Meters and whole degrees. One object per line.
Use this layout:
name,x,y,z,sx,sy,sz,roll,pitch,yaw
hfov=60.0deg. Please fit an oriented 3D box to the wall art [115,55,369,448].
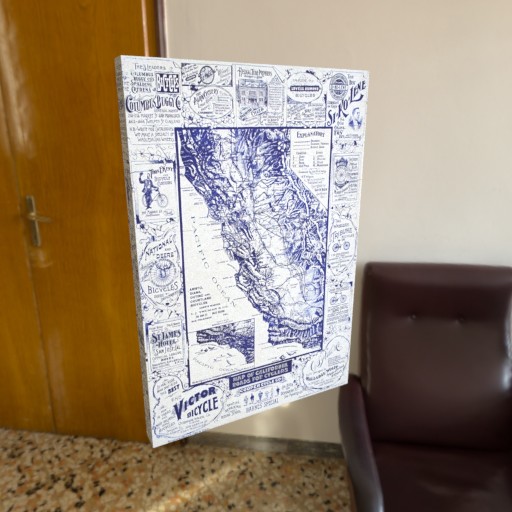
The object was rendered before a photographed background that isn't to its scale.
wall art,0.000,0.000,0.756,0.408,0.601,0.040,-9,19,-26
